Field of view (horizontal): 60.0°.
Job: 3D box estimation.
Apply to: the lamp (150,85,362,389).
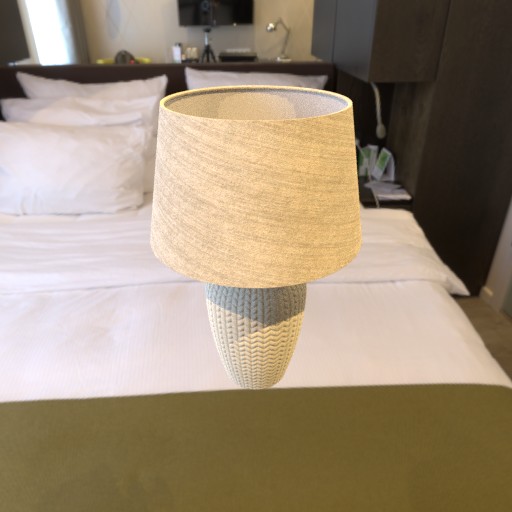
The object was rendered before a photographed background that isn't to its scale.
[{"bbox_3d":[0.000,0.000,0.860,0.390,0.580,0.390,0,29,0],"label":"lamp"}]
